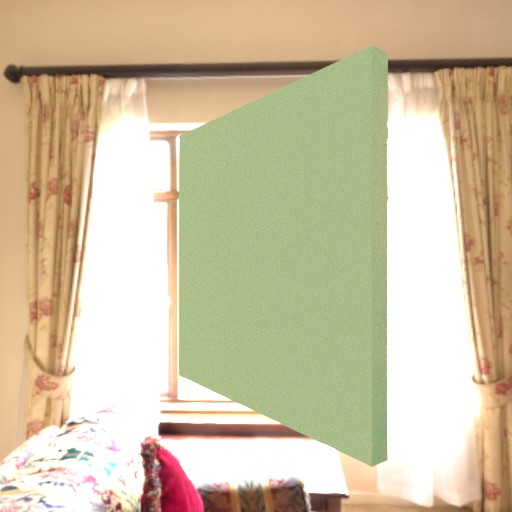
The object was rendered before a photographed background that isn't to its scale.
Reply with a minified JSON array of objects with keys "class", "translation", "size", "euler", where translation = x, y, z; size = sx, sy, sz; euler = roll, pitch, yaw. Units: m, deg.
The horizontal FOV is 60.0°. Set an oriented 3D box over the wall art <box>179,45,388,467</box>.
[{"class":"wall art","translation":[0.000,0.000,0.885],"size":[0.036,0.603,0.603],"euler":[0,0,-37]}]
